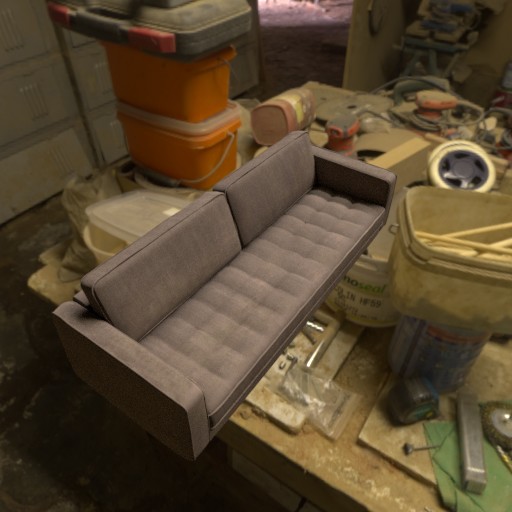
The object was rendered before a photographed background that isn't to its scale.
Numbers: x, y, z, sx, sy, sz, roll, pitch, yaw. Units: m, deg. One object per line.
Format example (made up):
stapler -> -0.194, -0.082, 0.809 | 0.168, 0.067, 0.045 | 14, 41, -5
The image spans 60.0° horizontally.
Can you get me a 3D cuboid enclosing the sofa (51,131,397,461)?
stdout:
sofa -> 0.000, 0.000, 2.782 | 0.923, 0.813, 2.295 | 25, 47, 26
